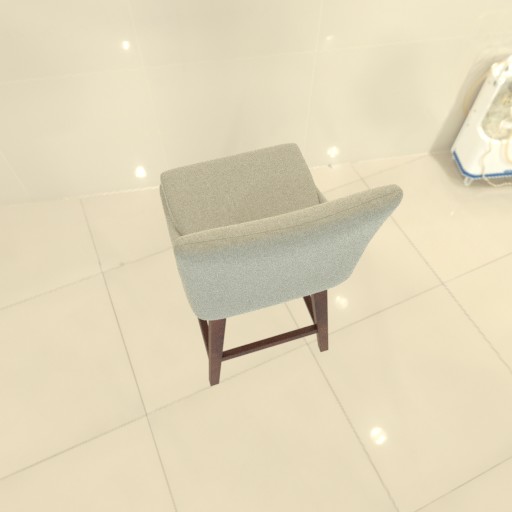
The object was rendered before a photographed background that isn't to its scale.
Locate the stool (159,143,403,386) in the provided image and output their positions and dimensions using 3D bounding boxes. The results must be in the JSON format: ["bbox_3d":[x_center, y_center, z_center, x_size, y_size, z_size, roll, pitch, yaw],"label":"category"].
[{"bbox_3d":[0.000,0.000,1.344,0.469,0.991,0.559,-15,59,-9],"label":"stool"}]
